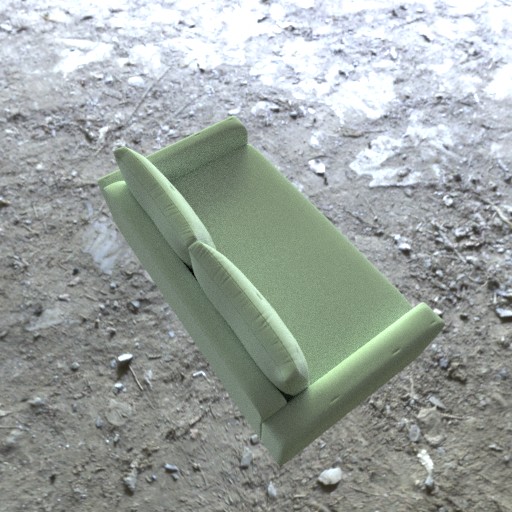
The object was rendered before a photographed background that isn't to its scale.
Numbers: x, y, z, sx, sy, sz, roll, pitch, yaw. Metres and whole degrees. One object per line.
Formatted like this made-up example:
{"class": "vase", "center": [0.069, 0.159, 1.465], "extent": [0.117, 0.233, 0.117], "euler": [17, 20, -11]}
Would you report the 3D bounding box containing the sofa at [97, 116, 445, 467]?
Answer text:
{"class": "sofa", "center": [0.000, 0.000, 2.225], "extent": [0.920, 0.790, 1.650], "euler": [-31, 63, -18]}
